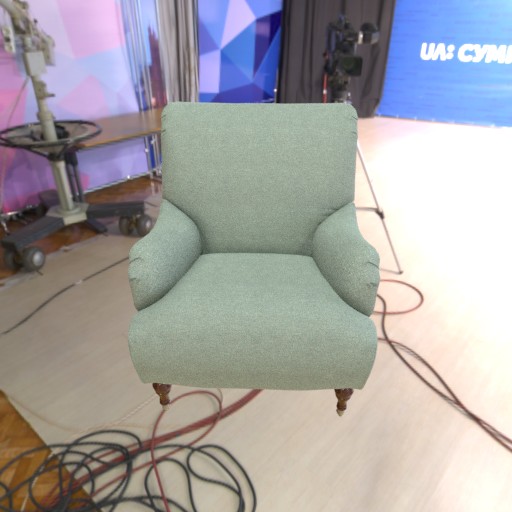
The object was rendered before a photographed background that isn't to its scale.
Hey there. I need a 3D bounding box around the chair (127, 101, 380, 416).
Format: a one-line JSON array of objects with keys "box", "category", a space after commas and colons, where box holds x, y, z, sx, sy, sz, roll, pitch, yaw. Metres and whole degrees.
[{"box": [0.000, 0.000, 2.007, 0.964, 1.178, 1.060, 1, 30, 2], "category": "chair"}]
